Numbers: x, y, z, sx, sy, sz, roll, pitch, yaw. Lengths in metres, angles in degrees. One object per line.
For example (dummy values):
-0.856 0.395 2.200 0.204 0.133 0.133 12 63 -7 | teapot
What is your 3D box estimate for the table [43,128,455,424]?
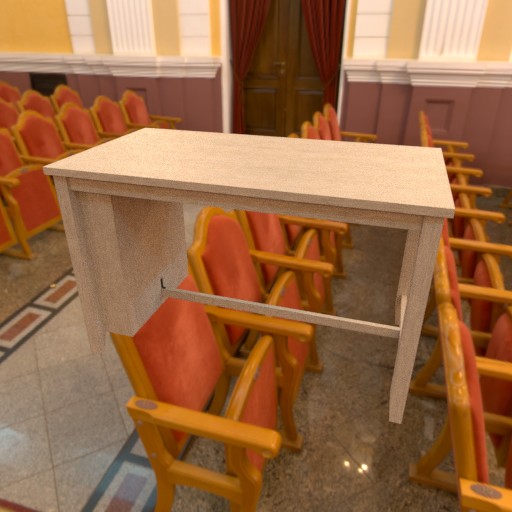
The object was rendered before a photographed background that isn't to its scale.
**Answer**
0.000 0.000 1.935 1.397 0.874 0.729 8 29 15 | table
